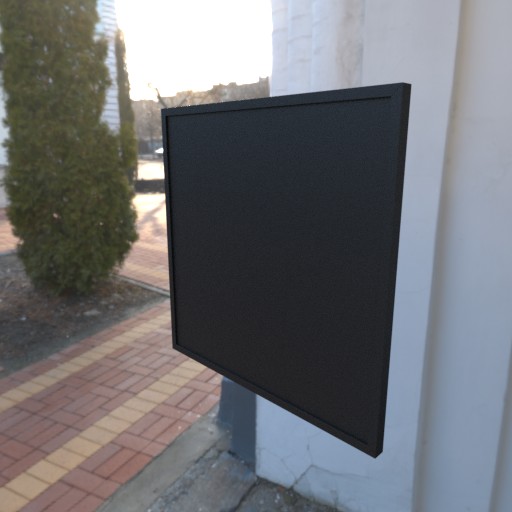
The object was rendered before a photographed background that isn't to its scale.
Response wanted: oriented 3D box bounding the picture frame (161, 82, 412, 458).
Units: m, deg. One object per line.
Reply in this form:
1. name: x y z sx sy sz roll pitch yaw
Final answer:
1. picture frame: 0.000 0.000 1.157 0.032 0.775 0.775 -13 19 -43
